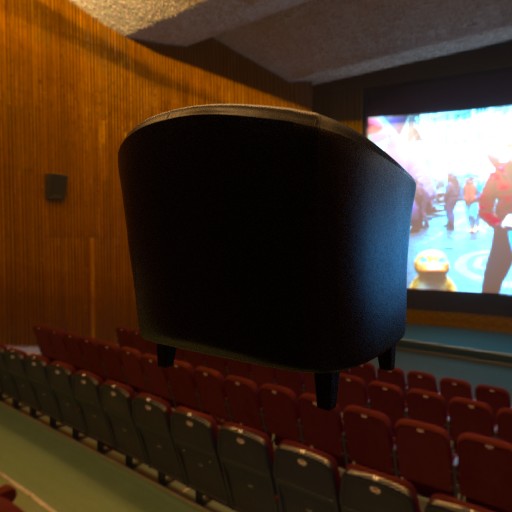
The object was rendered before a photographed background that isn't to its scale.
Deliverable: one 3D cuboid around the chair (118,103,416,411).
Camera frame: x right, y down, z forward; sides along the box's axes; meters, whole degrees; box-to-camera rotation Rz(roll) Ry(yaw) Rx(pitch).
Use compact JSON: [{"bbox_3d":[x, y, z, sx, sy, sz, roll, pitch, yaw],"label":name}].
[{"bbox_3d":[0.000,0.000,1.389,0.793,0.756,0.727,2,3,37],"label":"chair"}]
